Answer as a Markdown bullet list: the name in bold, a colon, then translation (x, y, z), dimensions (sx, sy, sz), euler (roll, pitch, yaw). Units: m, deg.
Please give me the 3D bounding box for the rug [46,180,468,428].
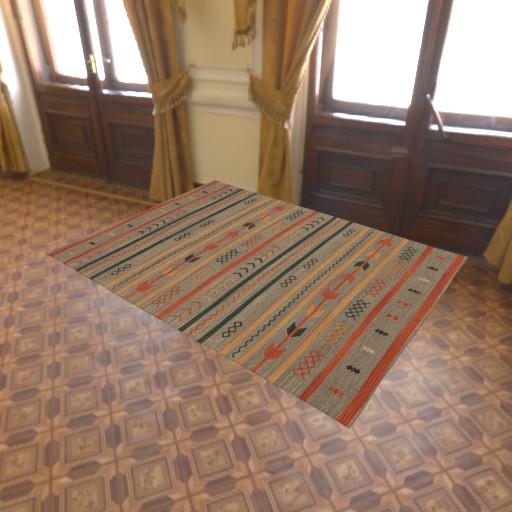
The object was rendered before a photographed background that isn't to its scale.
- **rug**: translation (0.000, 0.000, 3.962), dimensions (3.029, 0.022, 2.263), euler (22, 37, 31)
